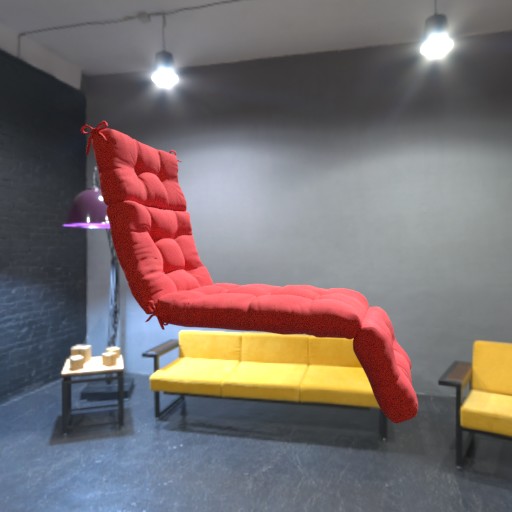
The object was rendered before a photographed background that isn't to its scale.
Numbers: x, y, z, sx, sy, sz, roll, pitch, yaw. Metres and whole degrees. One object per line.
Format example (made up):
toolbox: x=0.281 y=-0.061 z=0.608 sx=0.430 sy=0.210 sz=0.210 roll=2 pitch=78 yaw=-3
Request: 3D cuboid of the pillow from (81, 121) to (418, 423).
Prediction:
pillow: x=0.000 y=0.000 z=1.502 sx=1.016 sy=0.863 sz=0.526 roll=0 pitch=1 yaw=17
